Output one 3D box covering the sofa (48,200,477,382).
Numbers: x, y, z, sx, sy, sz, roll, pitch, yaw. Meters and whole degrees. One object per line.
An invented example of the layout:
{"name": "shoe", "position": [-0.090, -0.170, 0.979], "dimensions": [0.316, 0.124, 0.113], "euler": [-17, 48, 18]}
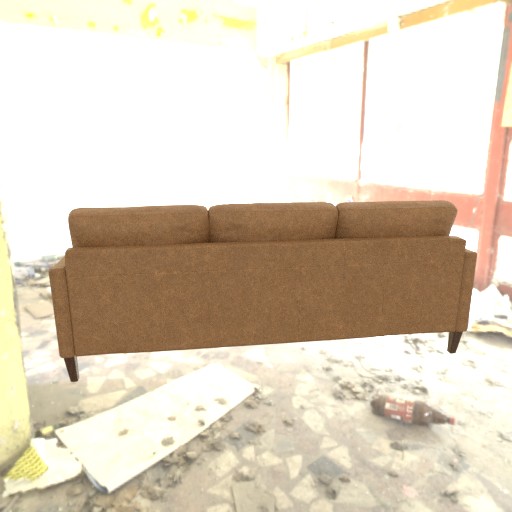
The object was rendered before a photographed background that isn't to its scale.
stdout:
{"name": "sofa", "position": [0.000, 0.000, 2.951], "dimensions": [2.178, 0.876, 1.506], "euler": [-2, 15, -8]}
